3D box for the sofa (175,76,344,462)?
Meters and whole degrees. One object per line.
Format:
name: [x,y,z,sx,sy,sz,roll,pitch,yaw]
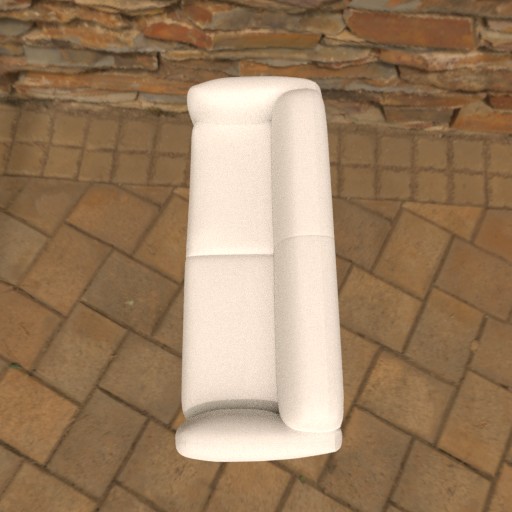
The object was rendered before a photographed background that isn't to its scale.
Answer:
sofa: [0.000,0.000,2.699,0.880,0.780,2.257,-1,74,0]
